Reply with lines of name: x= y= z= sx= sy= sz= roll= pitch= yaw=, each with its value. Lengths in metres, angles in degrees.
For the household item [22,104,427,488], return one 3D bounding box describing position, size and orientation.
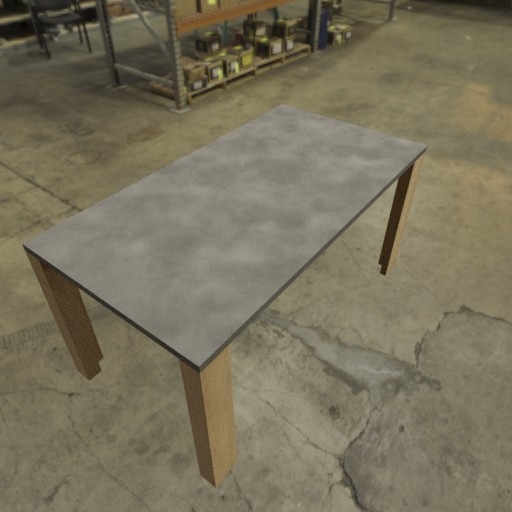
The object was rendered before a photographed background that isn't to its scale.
household item: x=0.000 y=0.000 z=2.090 sx=0.850 sy=0.755 sz=1.600 roll=26 pitch=47 yaw=28
